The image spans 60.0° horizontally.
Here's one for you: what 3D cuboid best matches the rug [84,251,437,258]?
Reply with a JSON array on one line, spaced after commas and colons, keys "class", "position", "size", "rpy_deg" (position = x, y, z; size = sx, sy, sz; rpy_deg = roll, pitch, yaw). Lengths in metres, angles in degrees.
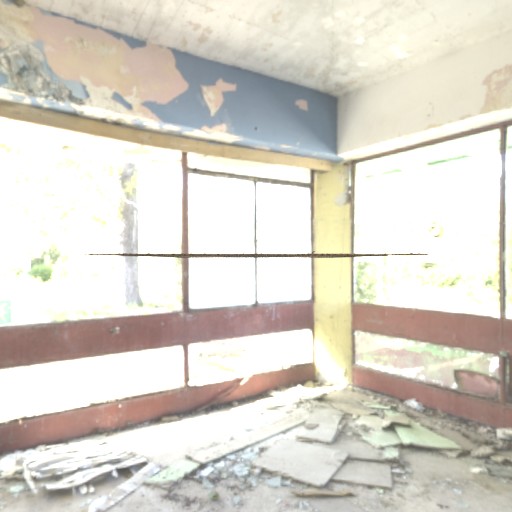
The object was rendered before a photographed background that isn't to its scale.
[{"class": "rug", "position": [0.000, 0.000, 1.893], "size": [0.920, 0.013, 1.541], "rpy_deg": [0, -1, 0]}]
